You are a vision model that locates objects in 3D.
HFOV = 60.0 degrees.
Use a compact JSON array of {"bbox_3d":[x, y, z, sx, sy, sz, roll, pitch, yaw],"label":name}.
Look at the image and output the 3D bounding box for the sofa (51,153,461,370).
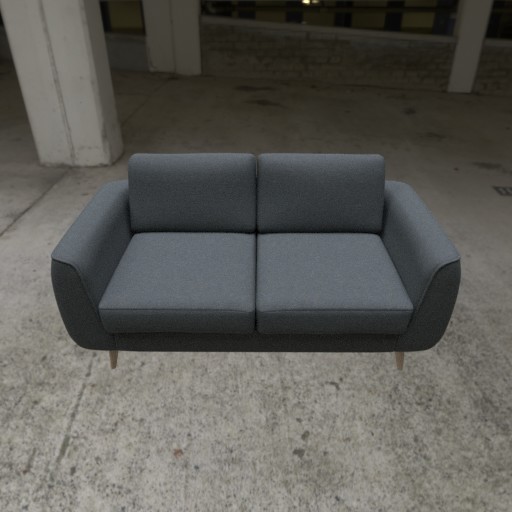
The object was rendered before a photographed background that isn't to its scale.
[{"bbox_3d":[0.000,0.000,2.220,1.700,0.850,0.920,0,31,0],"label":"sofa"}]
